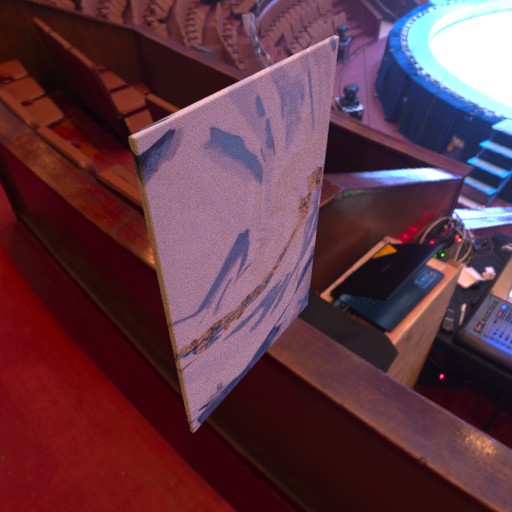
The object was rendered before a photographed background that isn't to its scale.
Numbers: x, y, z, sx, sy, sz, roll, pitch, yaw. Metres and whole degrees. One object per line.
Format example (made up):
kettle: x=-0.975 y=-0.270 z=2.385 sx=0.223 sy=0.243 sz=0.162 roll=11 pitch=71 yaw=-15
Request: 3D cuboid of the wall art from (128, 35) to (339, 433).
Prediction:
wall art: x=0.000 y=0.000 z=1.135 sx=0.016 sy=0.914 sz=0.610 roll=27 pitch=49 yaw=26
